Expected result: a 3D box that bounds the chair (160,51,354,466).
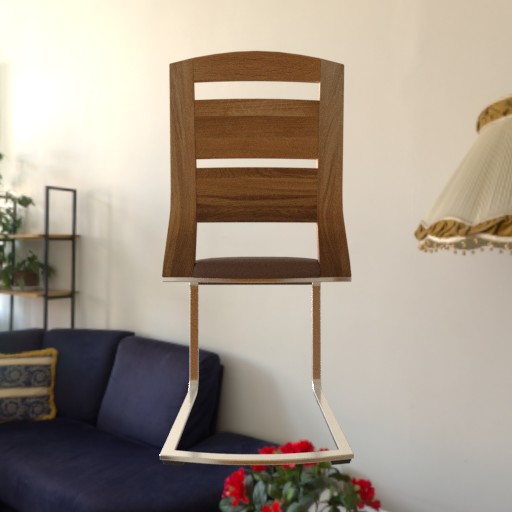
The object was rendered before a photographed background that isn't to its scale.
[{"bbox_3d":[0.000,0.000,1.289,0.460,0.970,0.570,0,1,-1],"label":"chair"}]
